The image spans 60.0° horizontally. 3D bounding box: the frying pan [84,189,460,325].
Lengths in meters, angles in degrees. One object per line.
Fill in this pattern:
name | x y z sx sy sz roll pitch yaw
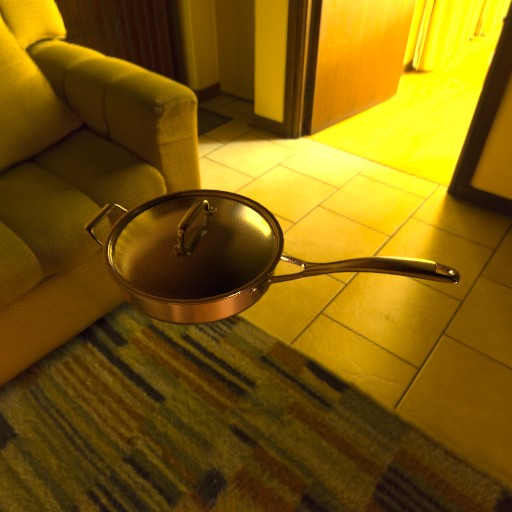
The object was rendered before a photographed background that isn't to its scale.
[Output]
frying pan | 0.000 0.000 0.674 0.561 0.114 0.280 13 43 14
